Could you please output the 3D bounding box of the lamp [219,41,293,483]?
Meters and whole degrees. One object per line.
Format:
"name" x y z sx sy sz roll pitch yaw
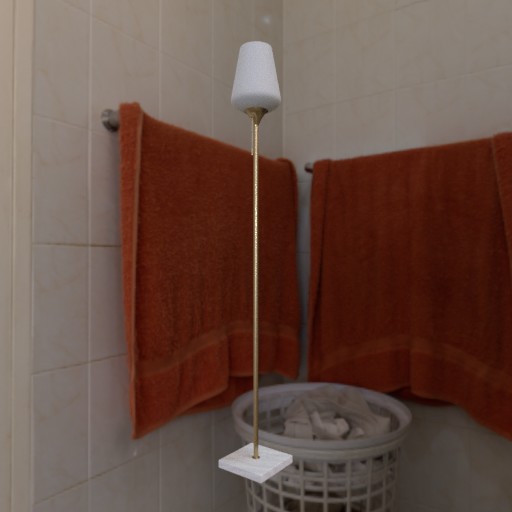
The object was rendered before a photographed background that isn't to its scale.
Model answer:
"lamp" 0.000 0.000 1.932 0.229 1.813 0.232 -1 -1 37
